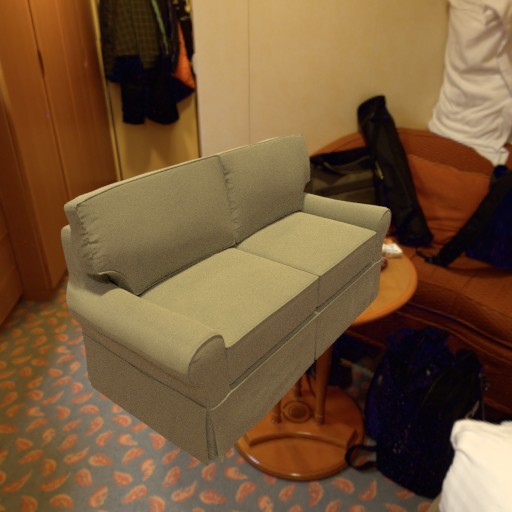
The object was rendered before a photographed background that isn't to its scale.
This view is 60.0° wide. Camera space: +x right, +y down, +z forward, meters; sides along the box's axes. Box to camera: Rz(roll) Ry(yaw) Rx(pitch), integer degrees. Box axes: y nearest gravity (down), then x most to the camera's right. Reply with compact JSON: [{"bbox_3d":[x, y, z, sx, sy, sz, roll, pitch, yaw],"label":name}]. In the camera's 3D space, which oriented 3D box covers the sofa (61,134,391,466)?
[{"bbox_3d":[0.000,0.000,2.362,0.841,1.024,1.823,18,31,33],"label":"sofa"}]
